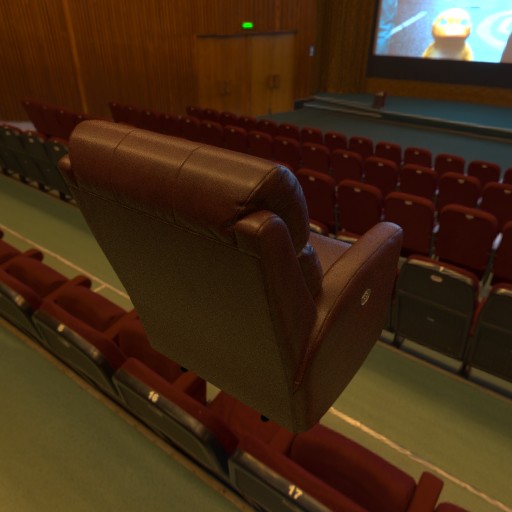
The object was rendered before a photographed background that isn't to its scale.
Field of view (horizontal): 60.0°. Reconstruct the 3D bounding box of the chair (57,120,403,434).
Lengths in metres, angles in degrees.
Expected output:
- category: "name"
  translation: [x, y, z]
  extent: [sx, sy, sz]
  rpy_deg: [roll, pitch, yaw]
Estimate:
- category: "chair"
  translation: [0.000, 0.000, 1.586]
  extent: [0.787, 1.016, 0.939]
  rpy_deg: [21, 37, 31]
